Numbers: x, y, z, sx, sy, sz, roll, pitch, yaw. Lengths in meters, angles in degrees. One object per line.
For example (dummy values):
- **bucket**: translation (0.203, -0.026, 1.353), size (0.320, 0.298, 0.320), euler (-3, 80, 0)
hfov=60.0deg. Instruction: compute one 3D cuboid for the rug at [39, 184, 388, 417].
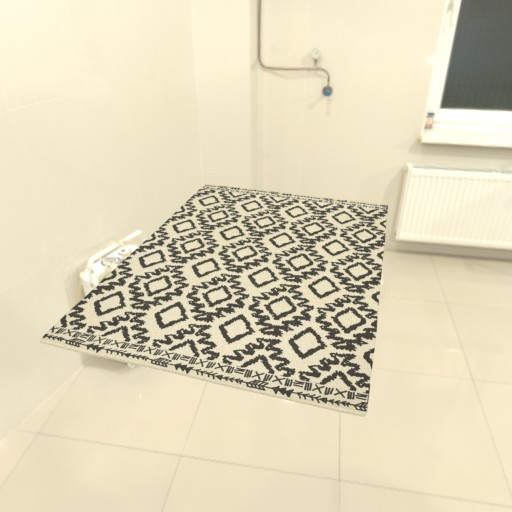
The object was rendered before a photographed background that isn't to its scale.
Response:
- **rug**: translation (0.000, 0.000, 4.415), size (2.444, 0.036, 3.369), euler (9, 32, 14)
